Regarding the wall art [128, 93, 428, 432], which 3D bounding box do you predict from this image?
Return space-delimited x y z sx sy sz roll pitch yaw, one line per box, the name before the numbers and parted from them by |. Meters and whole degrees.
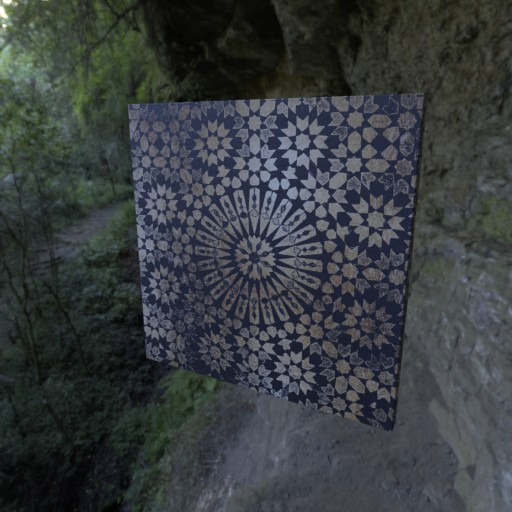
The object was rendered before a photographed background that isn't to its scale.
wall art | 0.000 0.000 0.920 0.612 0.612 0.038 8 18 27
